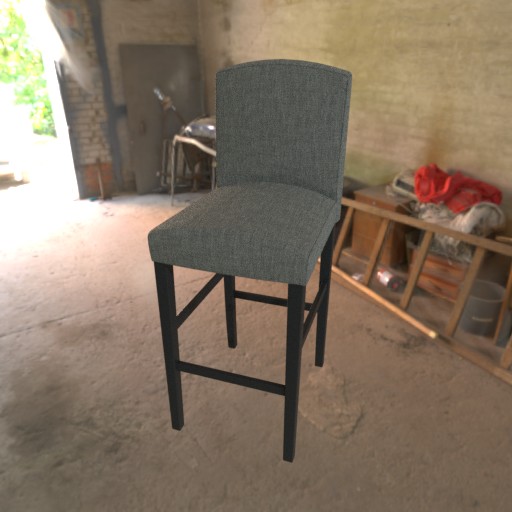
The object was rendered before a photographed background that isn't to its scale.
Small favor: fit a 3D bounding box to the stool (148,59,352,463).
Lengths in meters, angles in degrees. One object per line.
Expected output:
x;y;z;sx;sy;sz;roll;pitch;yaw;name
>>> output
0.000;0.000;1.412;0.451;1.138;0.552;8;26;17;stool
